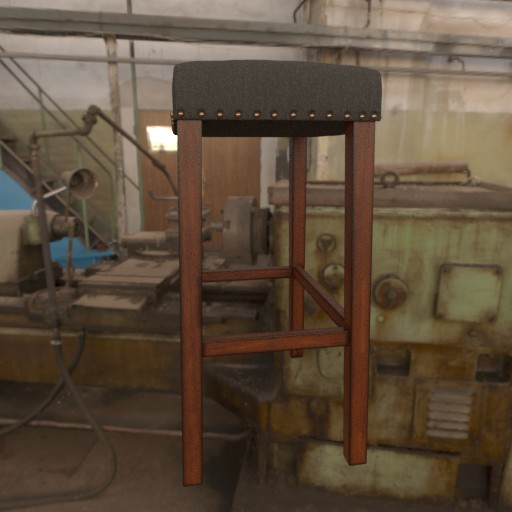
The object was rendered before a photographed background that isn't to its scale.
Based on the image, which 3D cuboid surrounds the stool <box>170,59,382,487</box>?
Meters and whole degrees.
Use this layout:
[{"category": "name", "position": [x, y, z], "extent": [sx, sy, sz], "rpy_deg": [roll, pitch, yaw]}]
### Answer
[{"category": "stool", "position": [0.000, 0.000, 1.010], "extent": [0.366, 0.760, 0.502], "rpy_deg": [-2, 14, -10]}]
